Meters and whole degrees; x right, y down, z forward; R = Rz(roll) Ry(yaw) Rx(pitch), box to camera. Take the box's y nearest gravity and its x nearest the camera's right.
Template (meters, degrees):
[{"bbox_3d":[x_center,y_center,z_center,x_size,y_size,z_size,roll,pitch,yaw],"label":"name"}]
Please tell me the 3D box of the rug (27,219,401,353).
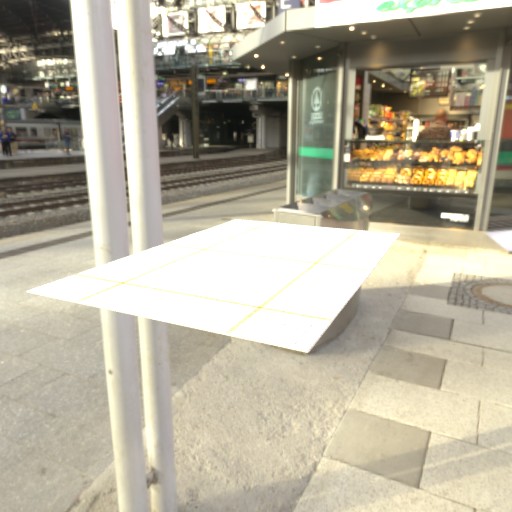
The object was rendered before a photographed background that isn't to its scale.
[{"bbox_3d":[0.000,0.000,2.368,1.232,0.015,1.825,7,17,25],"label":"rug"}]
